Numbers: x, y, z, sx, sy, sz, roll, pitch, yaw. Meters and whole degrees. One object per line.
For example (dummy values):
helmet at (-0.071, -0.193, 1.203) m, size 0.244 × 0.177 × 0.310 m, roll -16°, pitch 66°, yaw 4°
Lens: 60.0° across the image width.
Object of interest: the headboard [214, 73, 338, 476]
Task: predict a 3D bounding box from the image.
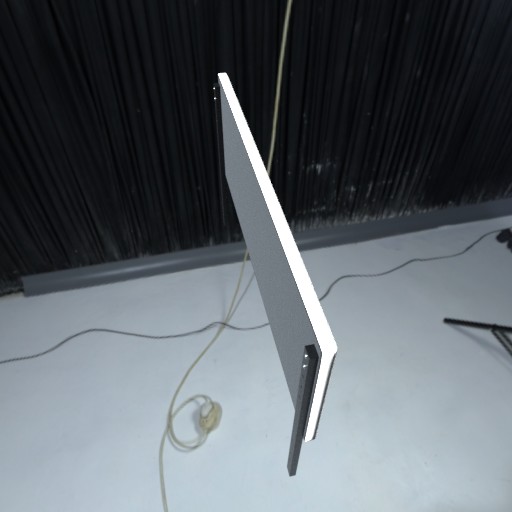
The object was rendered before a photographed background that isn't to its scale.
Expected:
headboard at (0.000, 0.000, 2.903) m, size 0.120 × 1.410 × 2.362 m, roll -9°, pitch 47°, yaw -9°
